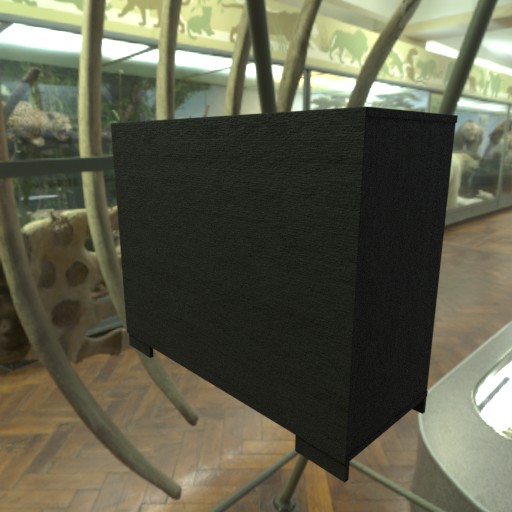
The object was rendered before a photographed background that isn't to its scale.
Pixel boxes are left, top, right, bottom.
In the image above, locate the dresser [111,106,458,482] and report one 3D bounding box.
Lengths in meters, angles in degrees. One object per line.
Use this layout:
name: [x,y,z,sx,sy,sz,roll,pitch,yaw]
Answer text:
dresser: [0.000,0.000,1.387,0.404,0.816,0.994,-13,20,-42]
